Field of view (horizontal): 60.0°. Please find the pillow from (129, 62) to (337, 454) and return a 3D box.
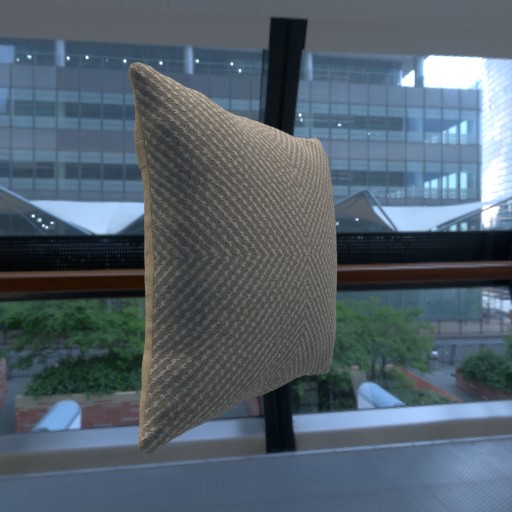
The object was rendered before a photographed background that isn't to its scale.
[{"bbox_3d":[0.000,0.000,0.692,0.181,0.458,0.459,0,0,37],"label":"pillow"}]
